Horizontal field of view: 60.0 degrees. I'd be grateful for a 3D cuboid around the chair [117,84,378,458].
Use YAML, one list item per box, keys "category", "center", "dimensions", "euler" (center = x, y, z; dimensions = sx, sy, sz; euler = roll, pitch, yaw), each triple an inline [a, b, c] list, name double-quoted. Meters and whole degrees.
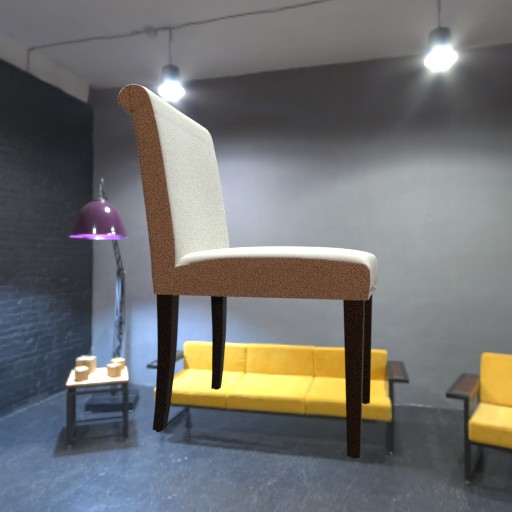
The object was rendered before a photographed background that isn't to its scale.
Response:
- category: "chair"
  center: [0.000, 0.000, 1.366]
  dimensions: [0.708, 0.976, 0.452]
  euler: [0, 0, 18]
